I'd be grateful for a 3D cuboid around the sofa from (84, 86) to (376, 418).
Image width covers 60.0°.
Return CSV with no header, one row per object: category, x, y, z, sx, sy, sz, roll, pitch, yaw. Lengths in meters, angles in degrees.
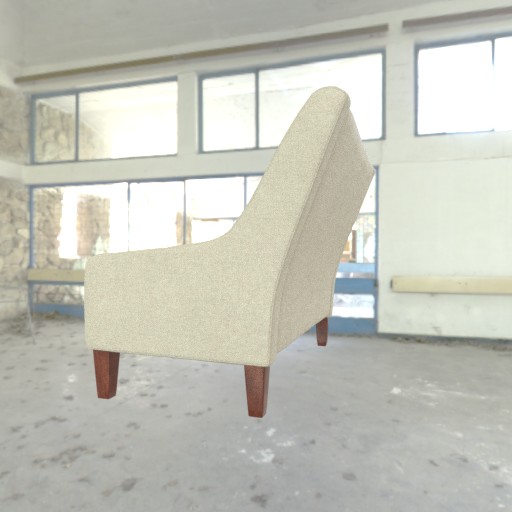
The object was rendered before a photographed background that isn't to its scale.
sofa,0.000,0.000,1.951,0.946,0.976,1.212,0,0,19
